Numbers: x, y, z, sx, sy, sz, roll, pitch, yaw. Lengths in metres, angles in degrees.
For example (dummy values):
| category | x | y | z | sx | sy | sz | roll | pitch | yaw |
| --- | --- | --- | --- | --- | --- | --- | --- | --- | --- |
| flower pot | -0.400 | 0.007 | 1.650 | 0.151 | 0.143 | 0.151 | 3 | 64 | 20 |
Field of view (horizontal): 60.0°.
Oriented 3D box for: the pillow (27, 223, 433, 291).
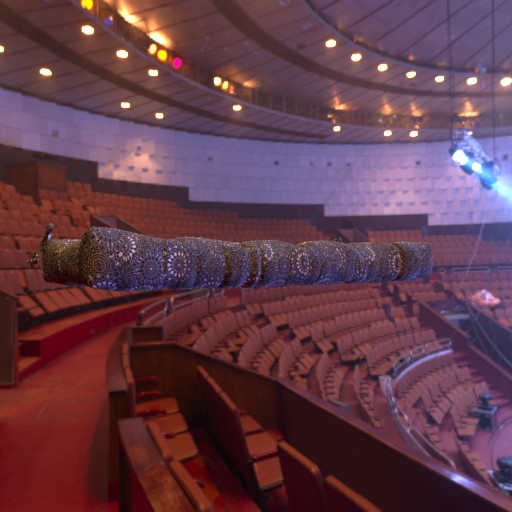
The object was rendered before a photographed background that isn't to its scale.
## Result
| category | x | y | z | sx | sy | sz | roll | pitch | yaw |
| --- | --- | --- | --- | --- | --- | --- | --- | --- | --- |
| pillow | 0.000 | 0.000 | 1.346 | 1.194 | 0.174 | 0.511 | 1 | -1 | -36 |
